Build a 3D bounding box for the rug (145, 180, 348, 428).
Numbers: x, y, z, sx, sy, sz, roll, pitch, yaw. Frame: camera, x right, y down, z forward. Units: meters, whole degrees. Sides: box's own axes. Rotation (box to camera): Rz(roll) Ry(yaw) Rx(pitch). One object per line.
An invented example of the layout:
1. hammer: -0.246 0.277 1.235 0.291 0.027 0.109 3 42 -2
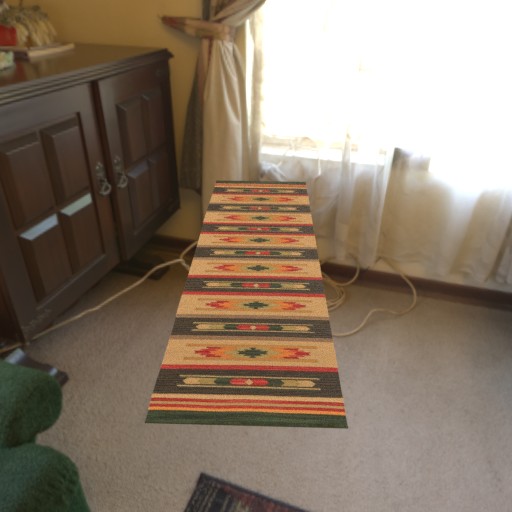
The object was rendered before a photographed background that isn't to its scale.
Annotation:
1. rug: 0.000 0.000 2.687 0.760 0.009 2.440 1 31 2
